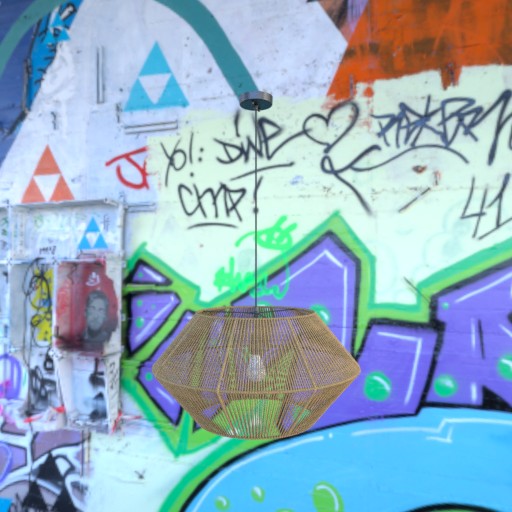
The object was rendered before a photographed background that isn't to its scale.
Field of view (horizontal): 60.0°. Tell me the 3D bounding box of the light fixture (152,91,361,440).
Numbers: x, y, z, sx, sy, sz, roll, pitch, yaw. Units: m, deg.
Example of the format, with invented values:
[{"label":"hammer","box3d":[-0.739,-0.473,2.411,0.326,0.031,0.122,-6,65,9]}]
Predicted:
[{"label":"light fixture","box3d":[0.000,0.000,1.400,0.643,1.009,0.643,0,-1,0]}]
